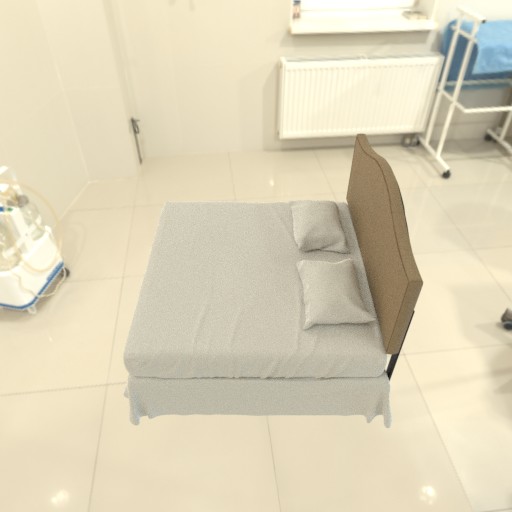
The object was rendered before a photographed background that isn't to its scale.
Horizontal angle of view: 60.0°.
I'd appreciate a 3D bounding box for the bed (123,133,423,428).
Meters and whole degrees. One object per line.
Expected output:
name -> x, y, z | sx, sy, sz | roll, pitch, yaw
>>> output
bed -> 0.000, 0.000, 3.841 | 2.222, 1.651, 2.311 | 0, 42, 0
